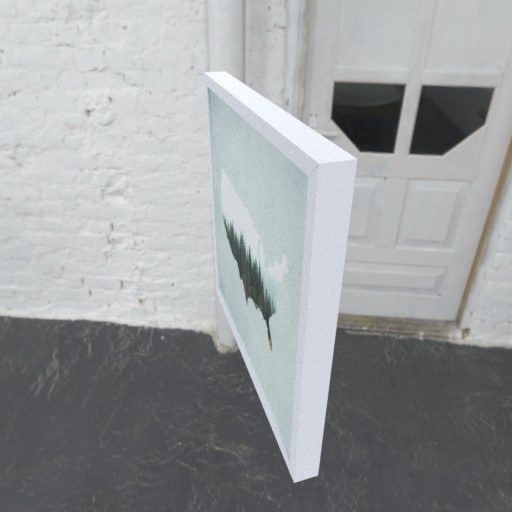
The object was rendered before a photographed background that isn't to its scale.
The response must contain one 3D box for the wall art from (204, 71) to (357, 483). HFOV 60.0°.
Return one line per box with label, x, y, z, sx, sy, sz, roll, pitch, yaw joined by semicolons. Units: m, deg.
wall art;0.000;0.000;0.755;0.040;0.509;0.509;-10;33;-15
